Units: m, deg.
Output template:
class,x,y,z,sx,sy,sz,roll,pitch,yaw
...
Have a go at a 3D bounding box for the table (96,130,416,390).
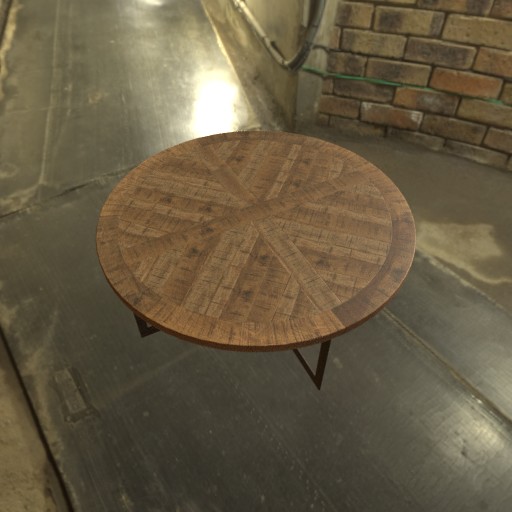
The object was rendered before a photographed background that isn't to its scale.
class,x,y,z,sx,sy,sz,roll,pitch,yaw
table,0.000,0.000,1.985,1.264,0.516,1.264,0,46,0
